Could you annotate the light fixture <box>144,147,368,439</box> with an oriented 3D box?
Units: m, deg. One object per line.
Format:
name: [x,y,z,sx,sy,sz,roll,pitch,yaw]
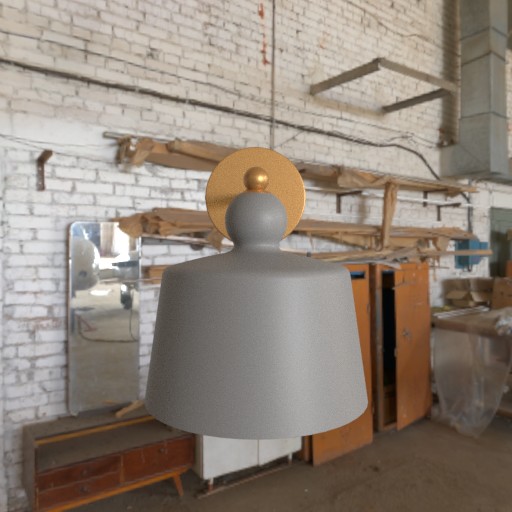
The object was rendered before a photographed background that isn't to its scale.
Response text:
light fixture: [0.000,0.000,0.440,0.204,0.268,0.254,0,1,0]
